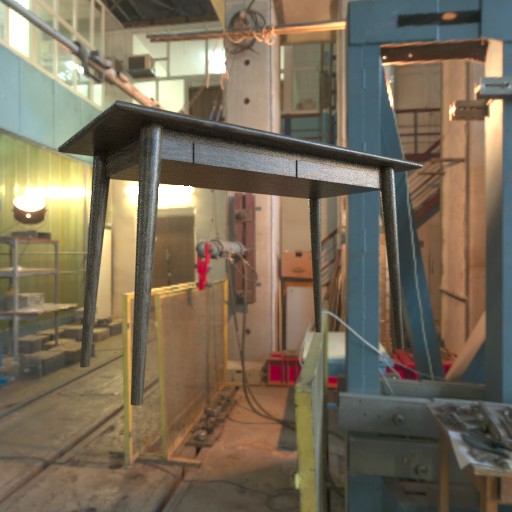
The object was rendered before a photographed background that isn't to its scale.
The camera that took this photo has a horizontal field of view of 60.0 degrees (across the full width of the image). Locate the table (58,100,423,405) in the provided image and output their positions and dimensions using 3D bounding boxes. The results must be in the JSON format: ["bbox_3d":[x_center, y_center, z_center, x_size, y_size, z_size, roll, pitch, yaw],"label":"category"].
[{"bbox_3d":[0.000,0.000,1.715,1.300,0.780,0.599,0,0,-37],"label":"table"}]
